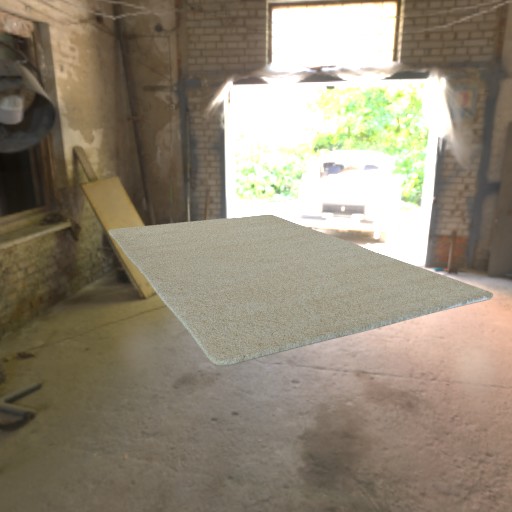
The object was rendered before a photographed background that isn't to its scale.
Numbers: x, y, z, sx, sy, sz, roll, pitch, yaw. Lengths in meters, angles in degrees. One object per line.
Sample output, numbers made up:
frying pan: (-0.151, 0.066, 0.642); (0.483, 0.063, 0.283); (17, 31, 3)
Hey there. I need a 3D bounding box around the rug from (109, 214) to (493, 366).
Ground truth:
rug: (0.000, 0.000, 2.896); (1.500, 0.026, 2.349); (-8, 18, -26)
